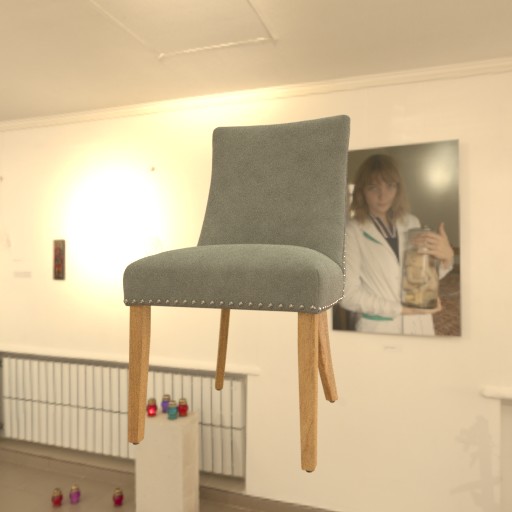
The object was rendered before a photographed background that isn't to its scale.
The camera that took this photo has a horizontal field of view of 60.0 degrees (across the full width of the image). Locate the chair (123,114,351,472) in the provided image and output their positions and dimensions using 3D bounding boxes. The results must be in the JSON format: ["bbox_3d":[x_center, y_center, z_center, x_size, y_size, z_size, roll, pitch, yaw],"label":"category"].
[{"bbox_3d":[0.000,0.000,1.260,0.495,0.902,0.610,0,0,19],"label":"chair"}]
